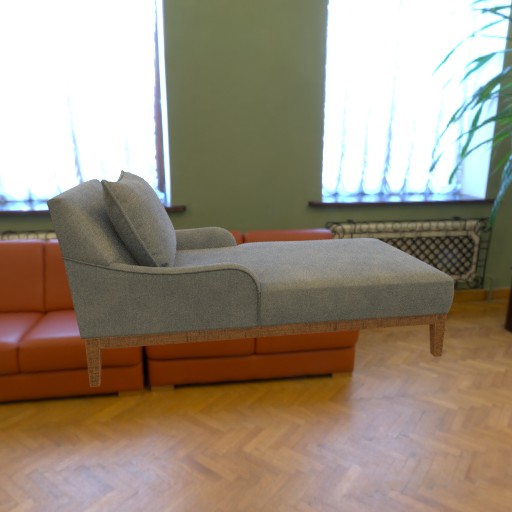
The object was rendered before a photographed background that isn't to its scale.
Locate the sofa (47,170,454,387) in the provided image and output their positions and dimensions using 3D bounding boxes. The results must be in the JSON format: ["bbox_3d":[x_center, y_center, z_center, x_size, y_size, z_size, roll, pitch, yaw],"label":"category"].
[{"bbox_3d":[0.000,0.000,2.350,1.779,0.883,0.904,-3,15,-9],"label":"sofa"}]
